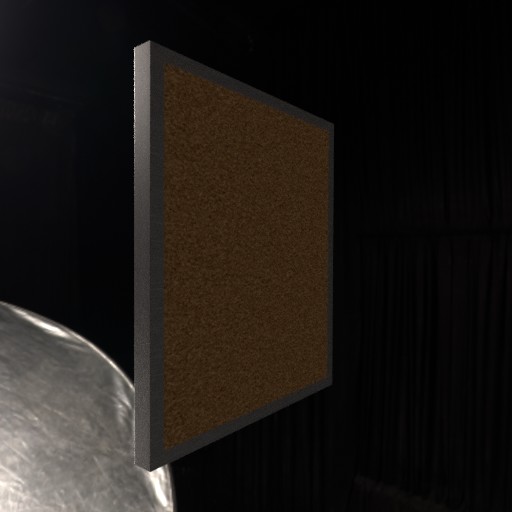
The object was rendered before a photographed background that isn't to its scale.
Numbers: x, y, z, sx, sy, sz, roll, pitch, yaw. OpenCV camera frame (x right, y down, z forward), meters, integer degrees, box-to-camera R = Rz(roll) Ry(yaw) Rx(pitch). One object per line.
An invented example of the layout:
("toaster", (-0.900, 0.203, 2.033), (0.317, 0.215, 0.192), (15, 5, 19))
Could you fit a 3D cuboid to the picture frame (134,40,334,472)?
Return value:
("picture frame", (0.000, 0.000, 0.523), (0.027, 0.378, 0.327), (1, 1, 39))
